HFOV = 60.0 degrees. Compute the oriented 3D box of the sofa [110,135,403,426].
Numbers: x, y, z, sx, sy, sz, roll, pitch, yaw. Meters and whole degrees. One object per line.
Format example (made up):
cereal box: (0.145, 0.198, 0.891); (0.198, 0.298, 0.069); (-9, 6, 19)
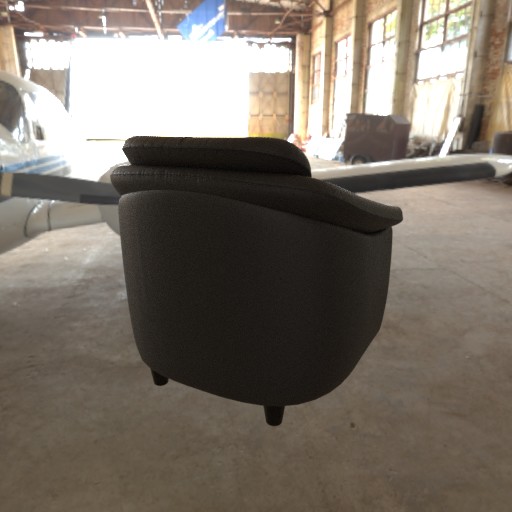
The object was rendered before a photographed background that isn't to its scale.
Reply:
sofa: (0.000, 0.000, 1.522); (0.870, 0.811, 0.794); (9, 19, 28)
